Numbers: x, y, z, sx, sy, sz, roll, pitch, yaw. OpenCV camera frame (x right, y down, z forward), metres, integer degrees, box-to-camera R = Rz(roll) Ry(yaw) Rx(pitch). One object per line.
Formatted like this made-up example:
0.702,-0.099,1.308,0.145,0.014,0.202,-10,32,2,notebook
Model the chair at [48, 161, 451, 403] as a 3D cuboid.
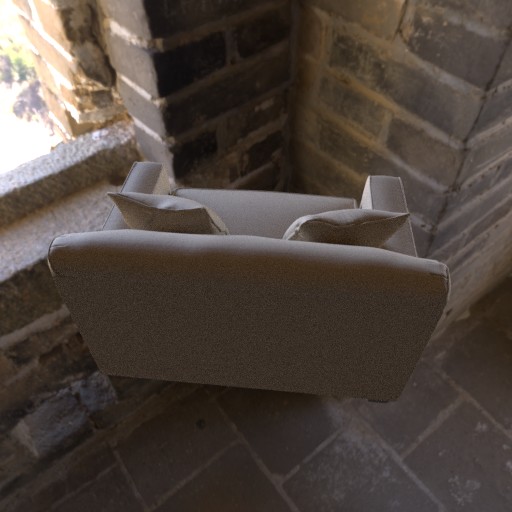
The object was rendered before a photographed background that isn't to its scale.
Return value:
0.000,0.000,2.085,1.383,0.948,1.000,4,47,4,chair
